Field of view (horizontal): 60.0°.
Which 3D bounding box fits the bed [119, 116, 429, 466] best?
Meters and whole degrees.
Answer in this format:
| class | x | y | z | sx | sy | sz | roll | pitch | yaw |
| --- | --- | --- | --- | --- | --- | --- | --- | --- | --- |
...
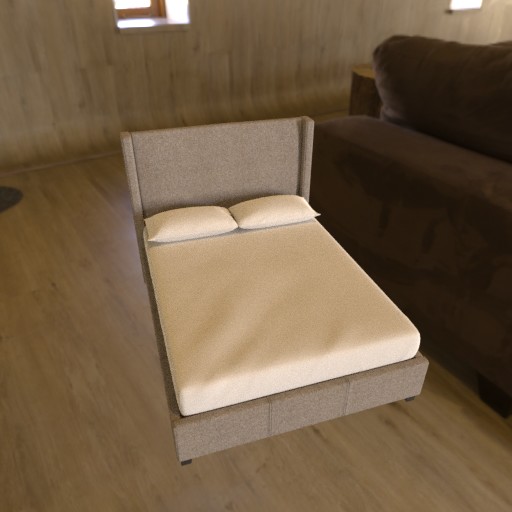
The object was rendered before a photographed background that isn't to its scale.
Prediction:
| class | x | y | z | sx | sy | sz | roll | pitch | yaw |
| --- | --- | --- | --- | --- | --- | --- | --- | --- | --- |
| bed | 0.000 | 0.000 | 3.450 | 1.714 | 1.476 | 2.245 | -10 | 34 | -15 |
